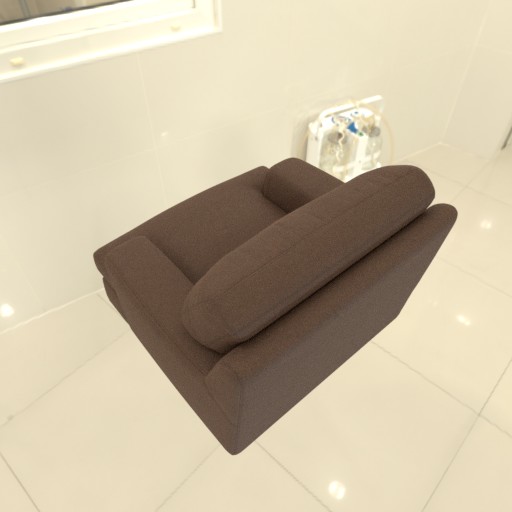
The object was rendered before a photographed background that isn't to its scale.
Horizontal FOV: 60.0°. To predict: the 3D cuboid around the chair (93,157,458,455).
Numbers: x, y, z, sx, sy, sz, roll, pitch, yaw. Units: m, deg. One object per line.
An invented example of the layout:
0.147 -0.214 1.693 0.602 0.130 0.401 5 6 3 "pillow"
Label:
0.000 0.000 1.978 1.168 0.940 1.143 -32 55 -26 "chair"
